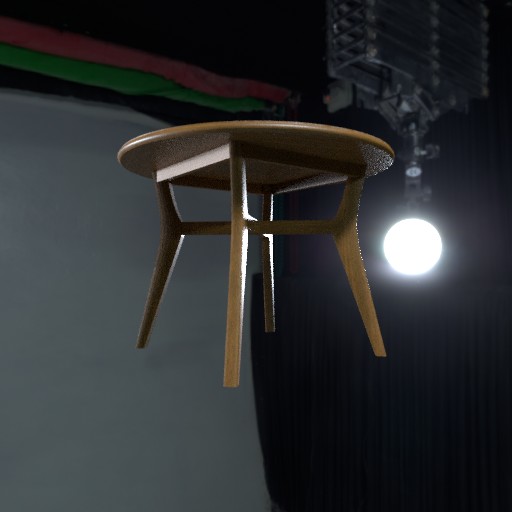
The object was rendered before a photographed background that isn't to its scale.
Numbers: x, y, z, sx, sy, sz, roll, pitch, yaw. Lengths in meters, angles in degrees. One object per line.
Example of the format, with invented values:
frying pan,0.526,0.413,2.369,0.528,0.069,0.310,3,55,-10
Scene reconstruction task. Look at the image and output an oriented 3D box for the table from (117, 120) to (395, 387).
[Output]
table,0.000,0.000,1.767,1.055,0.757,1.055,0,0,0
